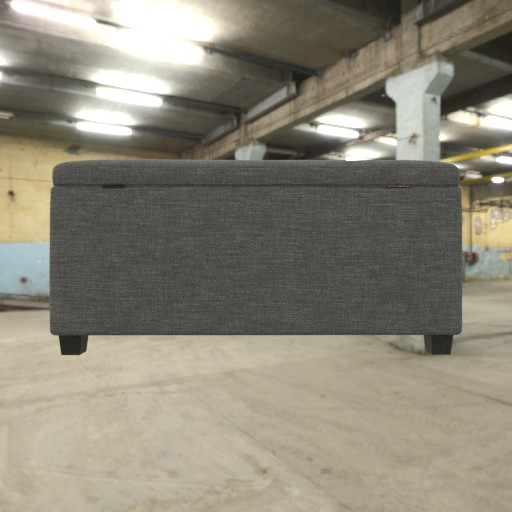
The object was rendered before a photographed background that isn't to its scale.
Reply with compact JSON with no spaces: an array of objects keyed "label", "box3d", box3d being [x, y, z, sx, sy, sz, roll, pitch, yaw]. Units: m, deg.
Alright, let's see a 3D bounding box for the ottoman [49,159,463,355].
[{"label":"ottoman","box3d":[0.000,0.000,1.137,0.902,0.432,0.419,0,-1,0]}]
